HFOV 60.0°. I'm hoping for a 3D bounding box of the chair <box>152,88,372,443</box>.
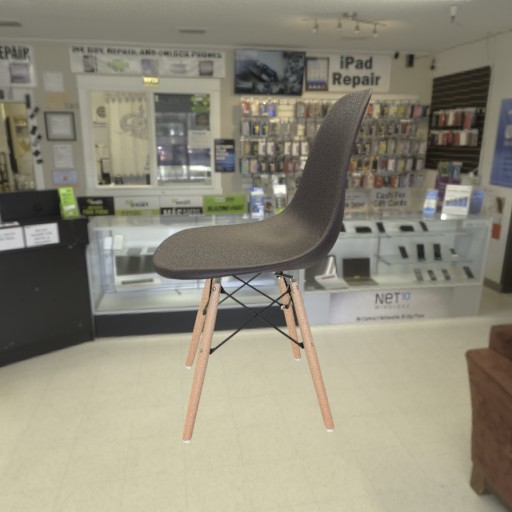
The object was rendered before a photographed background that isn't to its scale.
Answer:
[{"bbox_3d":[0.000,0.000,1.168,0.533,0.825,0.470,-2,16,-7],"label":"chair"}]
